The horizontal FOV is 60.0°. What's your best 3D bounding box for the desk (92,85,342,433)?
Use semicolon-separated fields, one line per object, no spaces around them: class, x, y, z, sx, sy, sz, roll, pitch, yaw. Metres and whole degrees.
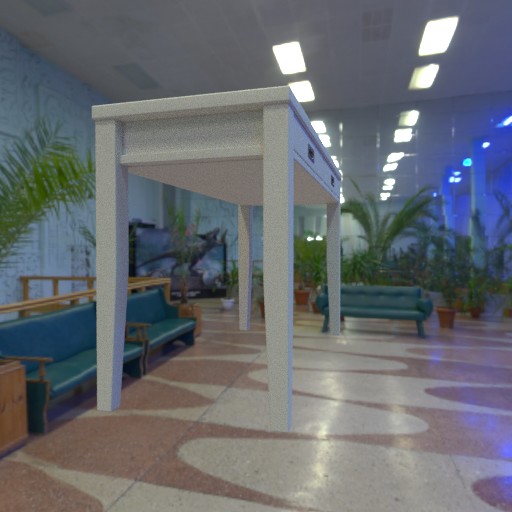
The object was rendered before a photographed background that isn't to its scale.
desk;0.000;0.000;1.635;0.508;0.775;1.220;0;1;16
